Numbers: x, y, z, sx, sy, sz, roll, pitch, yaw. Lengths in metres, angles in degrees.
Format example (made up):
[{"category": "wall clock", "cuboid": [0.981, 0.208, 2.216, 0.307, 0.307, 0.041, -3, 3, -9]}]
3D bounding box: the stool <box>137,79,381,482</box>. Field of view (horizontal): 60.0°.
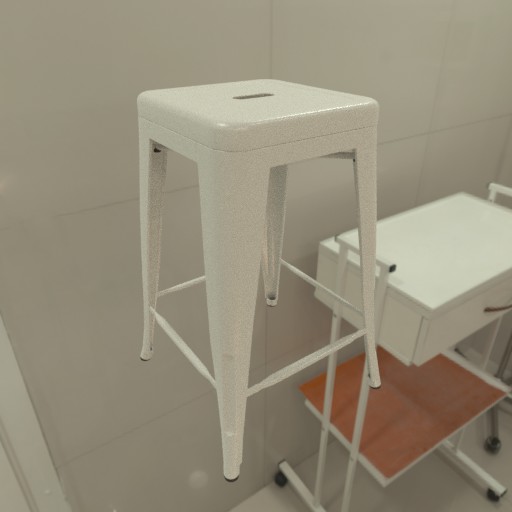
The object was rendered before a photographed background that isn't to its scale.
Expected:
[{"category": "stool", "cuboid": [0.000, 0.000, 0.879, 0.406, 0.610, 0.406, -19, 34, -30]}]
